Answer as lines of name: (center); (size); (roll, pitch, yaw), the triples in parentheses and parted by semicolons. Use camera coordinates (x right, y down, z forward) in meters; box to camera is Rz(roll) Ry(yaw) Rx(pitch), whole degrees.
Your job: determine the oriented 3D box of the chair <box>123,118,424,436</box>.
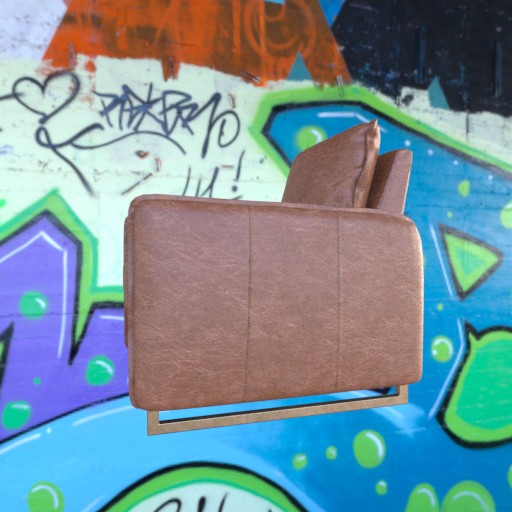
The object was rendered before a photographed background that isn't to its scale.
chair: (0.000, 0.000, 1.605); (0.922, 0.922, 0.830); (0, 1, -17)
